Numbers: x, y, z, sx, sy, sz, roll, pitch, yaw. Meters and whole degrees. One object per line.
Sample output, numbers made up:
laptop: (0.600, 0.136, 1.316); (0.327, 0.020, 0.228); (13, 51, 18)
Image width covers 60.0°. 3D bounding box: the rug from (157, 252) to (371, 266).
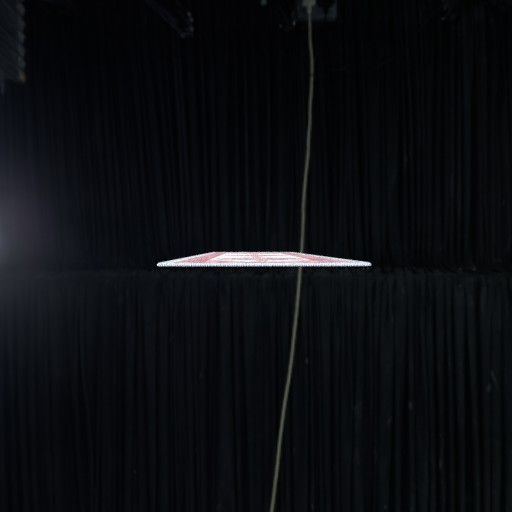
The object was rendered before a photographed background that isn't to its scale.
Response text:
rug: (0.000, 0.000, 2.506); (0.666, 0.011, 2.294); (0, 1, -1)
